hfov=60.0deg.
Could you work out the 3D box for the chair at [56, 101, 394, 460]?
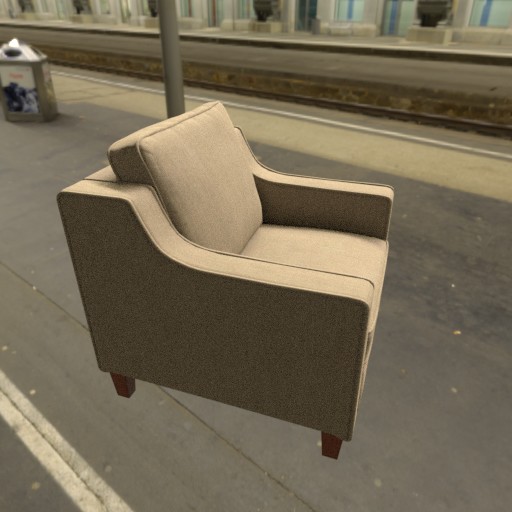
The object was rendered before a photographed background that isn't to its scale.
[{"bbox_3d":[0.000,0.000,1.616,0.909,0.960,0.831,10,31,17],"label":"chair"}]
